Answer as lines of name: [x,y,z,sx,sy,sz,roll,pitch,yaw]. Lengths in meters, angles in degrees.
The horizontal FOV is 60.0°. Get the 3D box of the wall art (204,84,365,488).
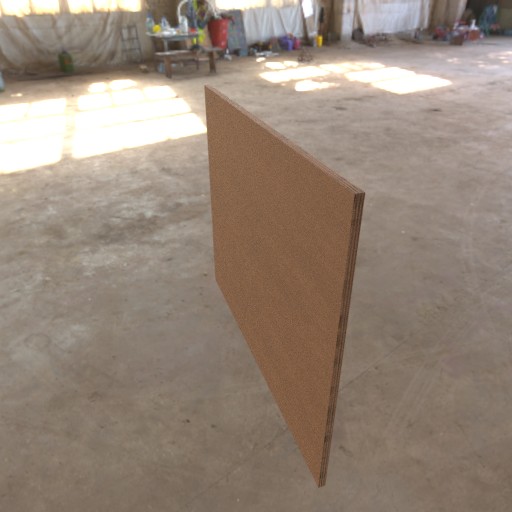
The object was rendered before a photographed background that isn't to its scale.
wall art: [0.000,0.000,0.672,0.010,0.408,0.508,-10,33,-17]
